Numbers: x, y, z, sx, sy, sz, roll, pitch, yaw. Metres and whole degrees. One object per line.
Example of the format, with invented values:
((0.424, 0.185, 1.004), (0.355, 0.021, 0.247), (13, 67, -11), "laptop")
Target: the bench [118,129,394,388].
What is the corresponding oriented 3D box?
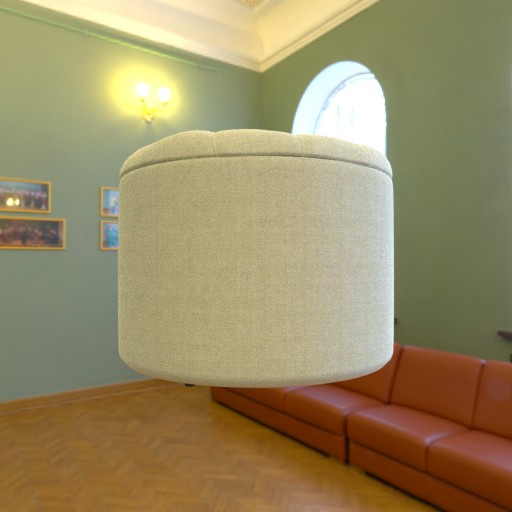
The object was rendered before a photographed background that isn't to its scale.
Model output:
((0.000, 0.000, 1.011), (0.600, 0.453, 0.600), (0, -1, 0), "bench")
